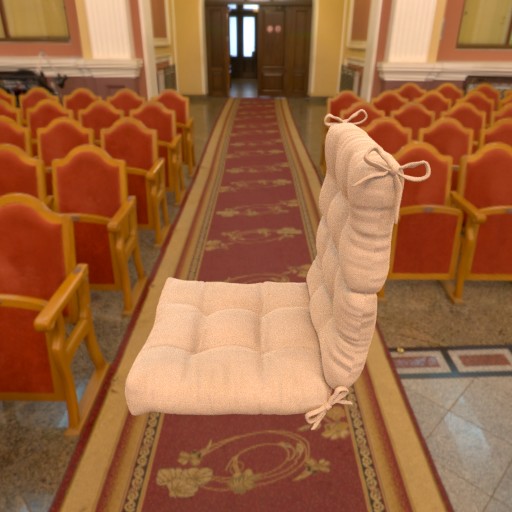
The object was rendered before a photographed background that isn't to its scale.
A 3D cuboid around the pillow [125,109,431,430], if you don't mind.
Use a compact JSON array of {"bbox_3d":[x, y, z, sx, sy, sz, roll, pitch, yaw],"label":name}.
[{"bbox_3d":[0.000,0.000,1.045,0.571,0.605,0.519,0,26,1],"label":"pillow"}]
